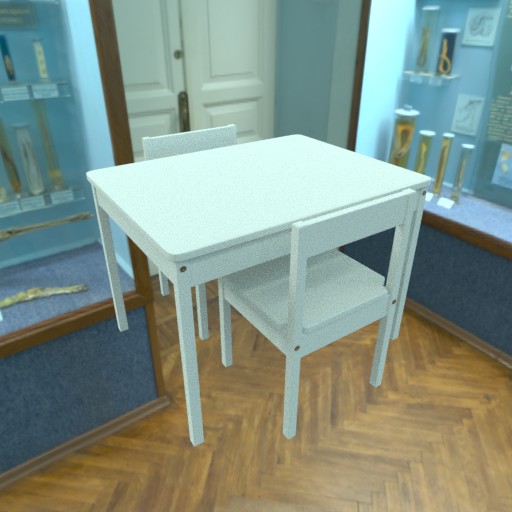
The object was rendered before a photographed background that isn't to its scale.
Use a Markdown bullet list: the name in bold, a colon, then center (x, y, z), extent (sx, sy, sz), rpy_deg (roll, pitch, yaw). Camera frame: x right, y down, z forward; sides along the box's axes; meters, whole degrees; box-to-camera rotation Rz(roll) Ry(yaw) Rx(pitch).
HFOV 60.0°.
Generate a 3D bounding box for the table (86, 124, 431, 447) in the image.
- **table**: center (0.000, 0.000, 1.133), extent (0.650, 0.503, 0.672), rpy_deg (-18, 34, -29)
